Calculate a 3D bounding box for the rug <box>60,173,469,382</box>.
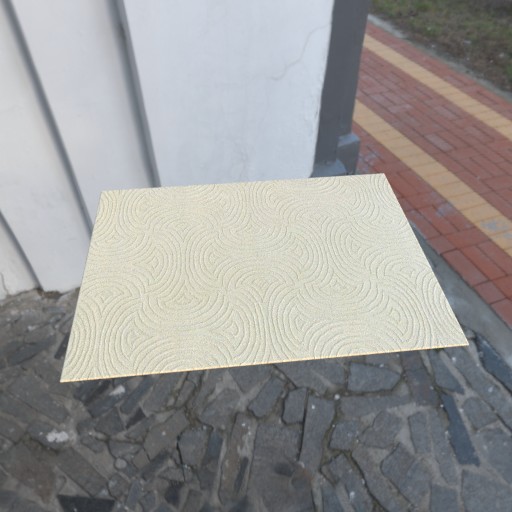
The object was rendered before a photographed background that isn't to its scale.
[{"bbox_3d":[0.000,0.000,2.813,2.132,0.015,1.526,-4,47,-4],"label":"rug"}]
